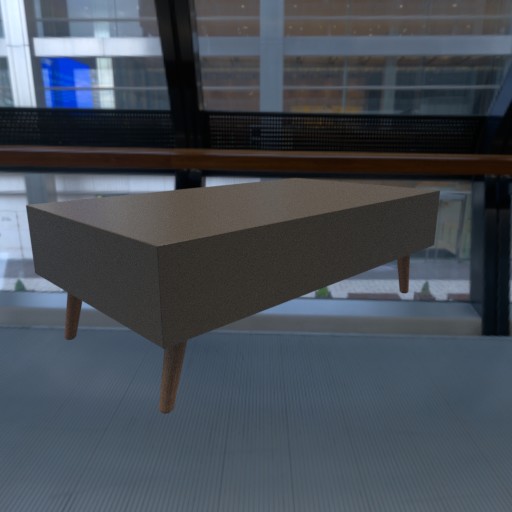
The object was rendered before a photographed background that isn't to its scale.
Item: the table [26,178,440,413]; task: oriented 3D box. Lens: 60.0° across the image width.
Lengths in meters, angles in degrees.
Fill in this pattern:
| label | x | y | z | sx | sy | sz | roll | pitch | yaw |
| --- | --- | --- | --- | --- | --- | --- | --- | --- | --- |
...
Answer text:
| label | x | y | z | sx | sy | sz | roll | pitch | yaw |
| --- | --- | --- | --- | --- | --- | --- | --- | --- | --- |
| table | 0.000 | 0.000 | 1.508 | 1.201 | 0.404 | 0.703 | -15 | 21 | -43 |
